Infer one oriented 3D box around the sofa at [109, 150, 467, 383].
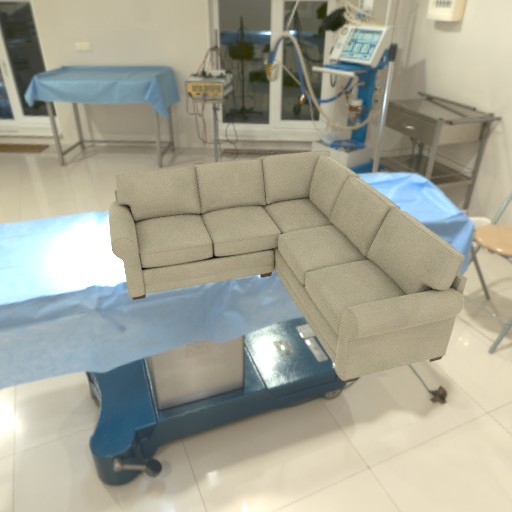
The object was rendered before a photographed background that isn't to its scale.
[{"bbox_3d":[0.000,0.000,4.002,2.487,1.053,2.562,-9,32,-15],"label":"sofa"}]
